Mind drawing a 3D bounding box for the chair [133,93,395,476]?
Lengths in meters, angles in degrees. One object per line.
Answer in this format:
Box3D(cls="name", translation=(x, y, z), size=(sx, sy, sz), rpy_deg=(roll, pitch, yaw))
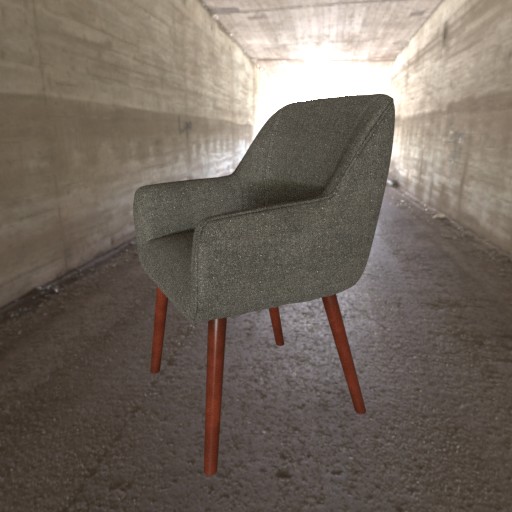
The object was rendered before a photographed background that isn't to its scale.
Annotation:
Box3D(cls="chair", translation=(0.000, 0.000, 1.166), size=(0.519, 0.803, 0.543), rpy_deg=(-8, 18, -26))
